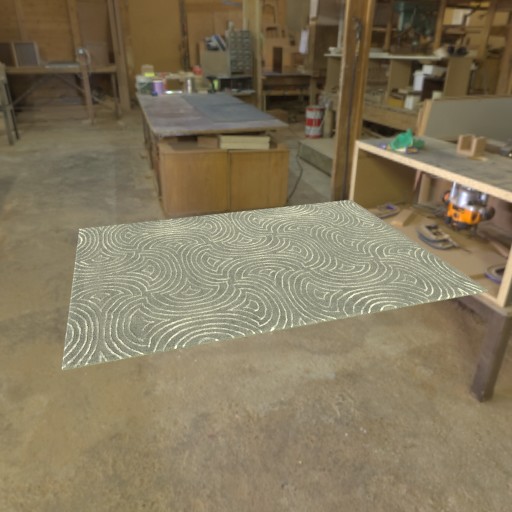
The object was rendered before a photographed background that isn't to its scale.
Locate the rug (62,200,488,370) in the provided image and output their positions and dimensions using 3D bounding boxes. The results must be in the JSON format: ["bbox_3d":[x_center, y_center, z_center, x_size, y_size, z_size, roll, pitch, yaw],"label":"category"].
[{"bbox_3d":[0.000,0.000,2.764,2.144,0.015,1.543,-8,27,-15],"label":"rug"}]
